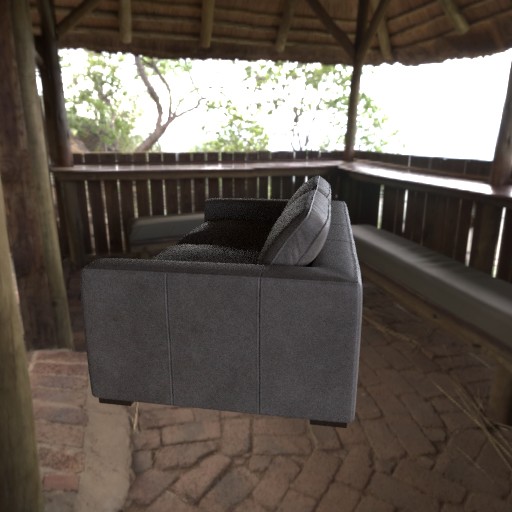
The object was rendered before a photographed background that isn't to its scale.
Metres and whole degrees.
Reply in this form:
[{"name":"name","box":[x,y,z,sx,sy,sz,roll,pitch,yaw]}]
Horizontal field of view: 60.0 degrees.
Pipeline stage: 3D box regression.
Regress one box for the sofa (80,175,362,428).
[{"name":"sofa","box":[0.000,0.000,2.512,1.070,0.800,1.920,3,16,9]}]
